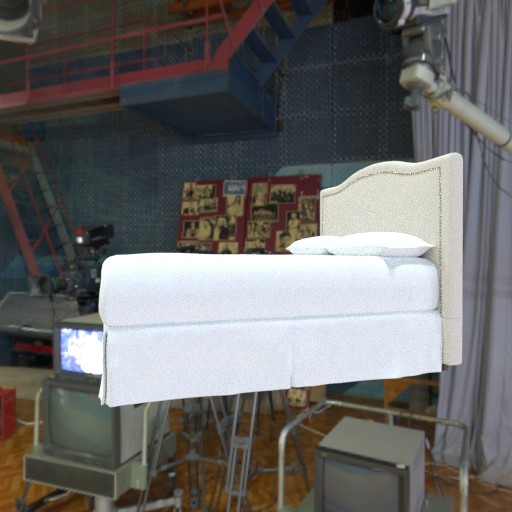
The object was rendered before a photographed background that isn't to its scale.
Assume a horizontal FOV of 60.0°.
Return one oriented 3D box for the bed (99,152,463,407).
[{"bbox_3d":[0.000,0.000,3.226,2.143,1.460,1.753,0,1,-19],"label":"bed"}]
